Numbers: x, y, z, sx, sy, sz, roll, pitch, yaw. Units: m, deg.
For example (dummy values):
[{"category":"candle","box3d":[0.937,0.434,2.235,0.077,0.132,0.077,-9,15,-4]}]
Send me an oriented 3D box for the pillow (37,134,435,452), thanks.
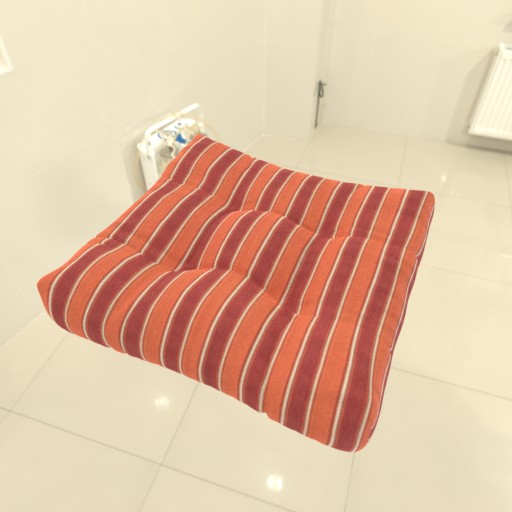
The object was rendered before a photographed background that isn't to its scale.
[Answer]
[{"category":"pillow","box3d":[0.000,0.000,0.714,0.490,0.133,0.468,18,48,17]}]
